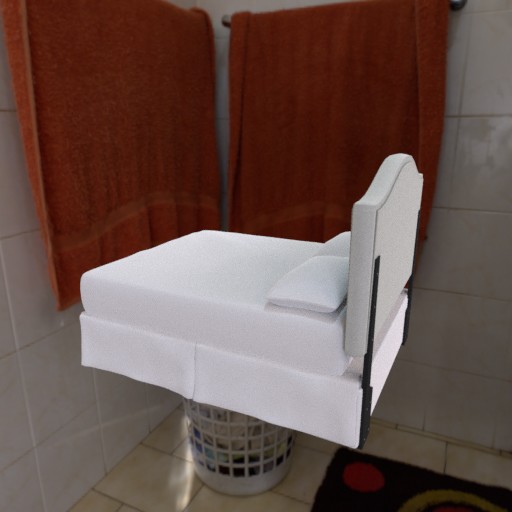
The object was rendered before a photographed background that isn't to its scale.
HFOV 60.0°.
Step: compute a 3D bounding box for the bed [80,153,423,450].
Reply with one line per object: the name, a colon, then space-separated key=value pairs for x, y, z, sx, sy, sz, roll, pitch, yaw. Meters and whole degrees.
bed: x=0.000 y=0.000 z=3.465 sx=2.180 sy=1.607 sz=1.813 roll=8 pitch=18 yaw=26
